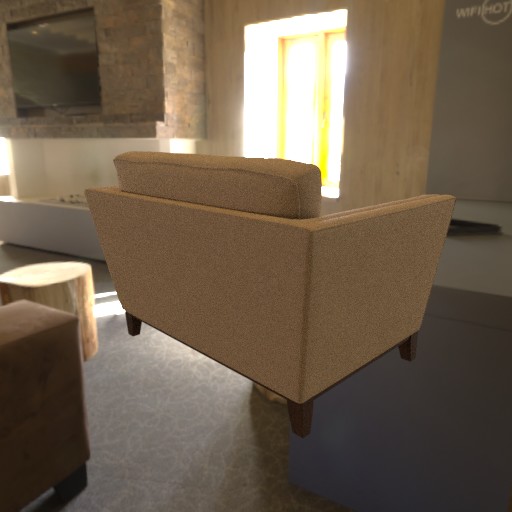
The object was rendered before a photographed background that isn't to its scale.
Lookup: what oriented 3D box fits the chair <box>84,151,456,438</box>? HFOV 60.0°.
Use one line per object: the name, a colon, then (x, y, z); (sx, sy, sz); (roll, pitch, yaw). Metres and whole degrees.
chair: (0.000, 0.000, 2.055); (0.965, 0.940, 1.397); (-14, 20, -43)
